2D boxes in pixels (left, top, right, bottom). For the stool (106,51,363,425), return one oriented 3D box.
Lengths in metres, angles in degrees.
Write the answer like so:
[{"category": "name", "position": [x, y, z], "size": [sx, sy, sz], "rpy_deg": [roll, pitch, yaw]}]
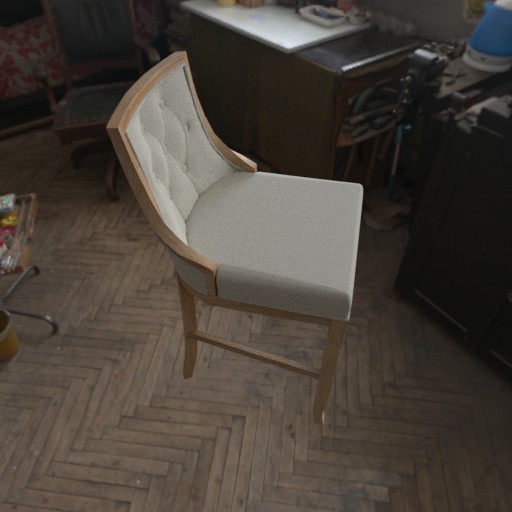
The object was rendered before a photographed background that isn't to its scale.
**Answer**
[{"category": "stool", "position": [0.000, 0.000, 1.452], "size": [0.626, 1.101, 0.524], "rpy_deg": [9, 46, 9]}]
